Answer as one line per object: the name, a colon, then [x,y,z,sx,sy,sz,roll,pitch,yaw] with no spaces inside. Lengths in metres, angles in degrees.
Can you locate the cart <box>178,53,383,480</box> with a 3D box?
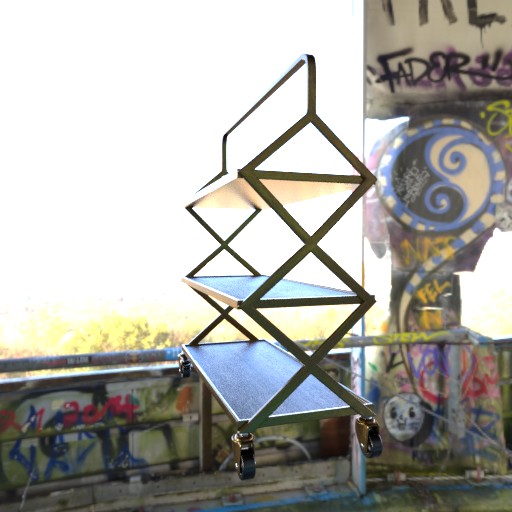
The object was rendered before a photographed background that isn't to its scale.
cart: [0.000,0.000,1.169,0.313,0.805,0.723,0,1,-18]
